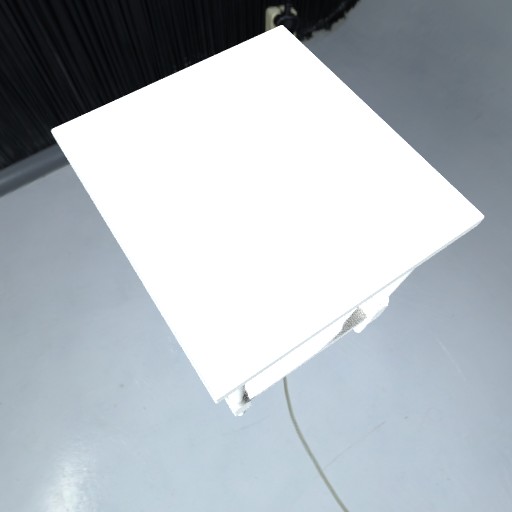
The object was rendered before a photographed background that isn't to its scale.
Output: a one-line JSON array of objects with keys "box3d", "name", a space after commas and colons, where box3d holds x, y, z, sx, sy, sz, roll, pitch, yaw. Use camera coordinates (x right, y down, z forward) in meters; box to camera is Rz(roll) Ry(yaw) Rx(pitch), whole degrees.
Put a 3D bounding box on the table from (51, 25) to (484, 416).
[{"box3d": [0.000, 0.000, 0.903, 0.442, 0.565, 0.488, -31, 67, -14], "name": "table"}]
